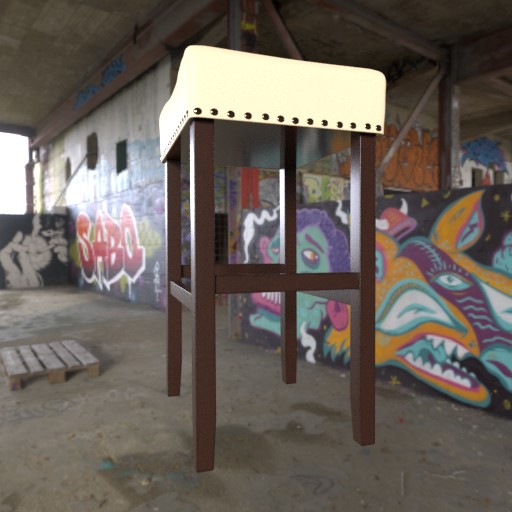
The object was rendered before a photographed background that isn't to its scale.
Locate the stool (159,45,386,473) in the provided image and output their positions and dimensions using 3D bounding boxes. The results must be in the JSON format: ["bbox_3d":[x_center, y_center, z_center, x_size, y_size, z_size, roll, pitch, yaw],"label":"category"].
[{"bbox_3d":[0.000,0.000,1.046,0.401,0.762,0.471,-1,2,-18],"label":"stool"}]
